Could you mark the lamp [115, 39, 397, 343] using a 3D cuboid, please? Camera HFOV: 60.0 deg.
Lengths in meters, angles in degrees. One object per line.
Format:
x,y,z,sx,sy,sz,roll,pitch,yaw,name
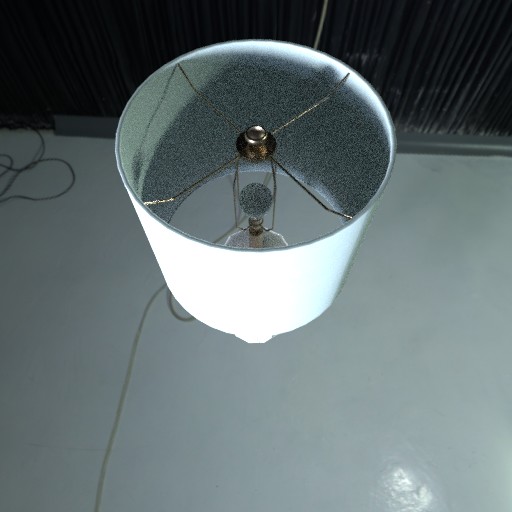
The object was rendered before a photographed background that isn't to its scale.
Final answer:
0.000,0.000,0.676,0.277,0.534,0.277,-2,62,-1,lamp
